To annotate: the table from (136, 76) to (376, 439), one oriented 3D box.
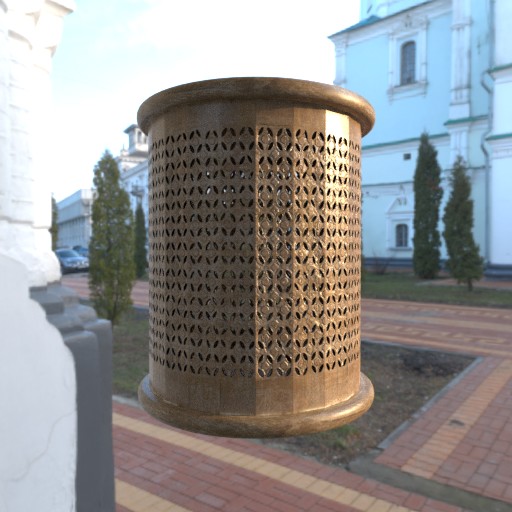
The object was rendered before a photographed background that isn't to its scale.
[{"bbox_3d":[0.000,0.000,0.785,0.407,0.482,0.407,0,1,0],"label":"table"}]
